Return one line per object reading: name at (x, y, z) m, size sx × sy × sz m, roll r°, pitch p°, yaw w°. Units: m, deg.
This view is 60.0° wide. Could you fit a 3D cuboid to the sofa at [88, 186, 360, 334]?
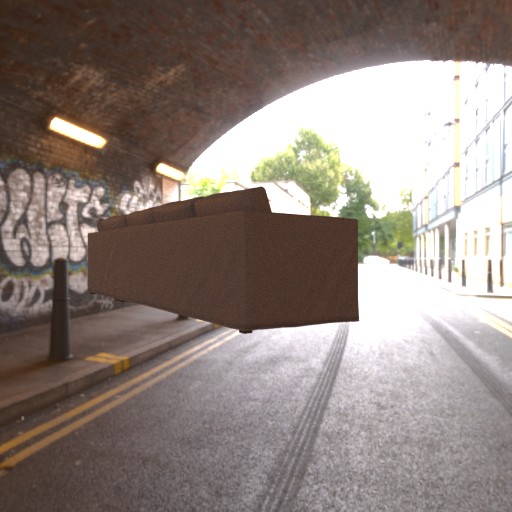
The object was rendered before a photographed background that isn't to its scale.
sofa at (0.000, 0.000, 4.393) m, size 2.432 × 0.871 × 3.182 m, roll 0°, pitch 0°, yaw -36°
